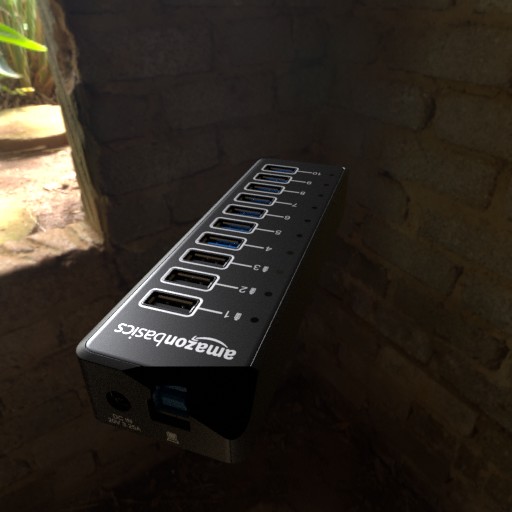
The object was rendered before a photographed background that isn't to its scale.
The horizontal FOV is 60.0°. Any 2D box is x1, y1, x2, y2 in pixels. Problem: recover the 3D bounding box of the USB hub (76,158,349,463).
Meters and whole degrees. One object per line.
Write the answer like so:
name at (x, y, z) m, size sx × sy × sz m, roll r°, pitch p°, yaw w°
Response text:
USB hub at (0.000, 0.000, 0.162) m, size 0.044 × 0.023 × 0.145 m, roll 10°, pitch 33°, yaw 16°
